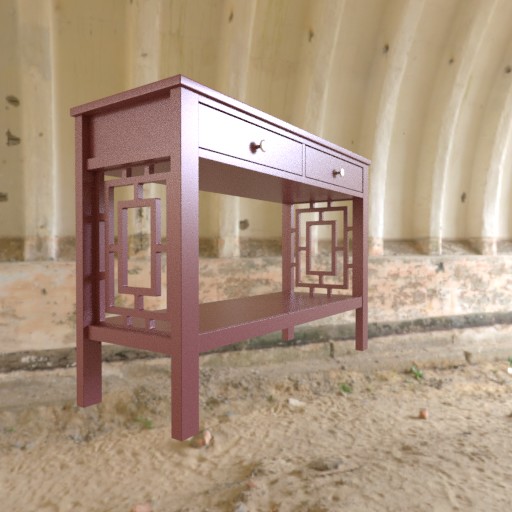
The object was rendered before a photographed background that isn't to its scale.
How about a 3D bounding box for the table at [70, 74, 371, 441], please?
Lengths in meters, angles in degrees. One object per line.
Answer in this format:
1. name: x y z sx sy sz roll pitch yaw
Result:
1. table: 0.000 0.000 1.445 0.397 0.753 1.068 1 1 35
